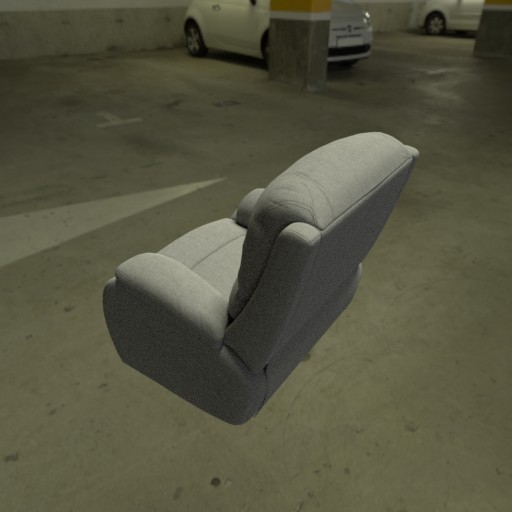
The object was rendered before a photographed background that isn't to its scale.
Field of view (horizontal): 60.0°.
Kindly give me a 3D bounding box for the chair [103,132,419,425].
[{"bbox_3d":[0.000,0.000,1.766,0.899,1.011,0.930,20,36,29],"label":"chair"}]
